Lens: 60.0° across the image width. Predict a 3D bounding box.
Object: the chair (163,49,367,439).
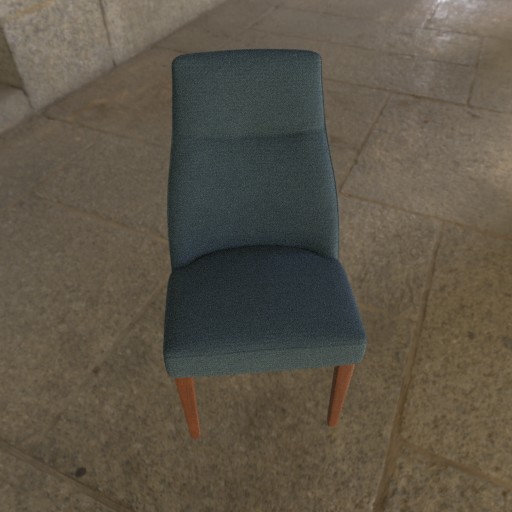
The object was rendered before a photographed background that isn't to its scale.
[{"bbox_3d":[0.000,0.000,1.253,0.500,0.930,0.620,-4,46,-4],"label":"chair"}]
